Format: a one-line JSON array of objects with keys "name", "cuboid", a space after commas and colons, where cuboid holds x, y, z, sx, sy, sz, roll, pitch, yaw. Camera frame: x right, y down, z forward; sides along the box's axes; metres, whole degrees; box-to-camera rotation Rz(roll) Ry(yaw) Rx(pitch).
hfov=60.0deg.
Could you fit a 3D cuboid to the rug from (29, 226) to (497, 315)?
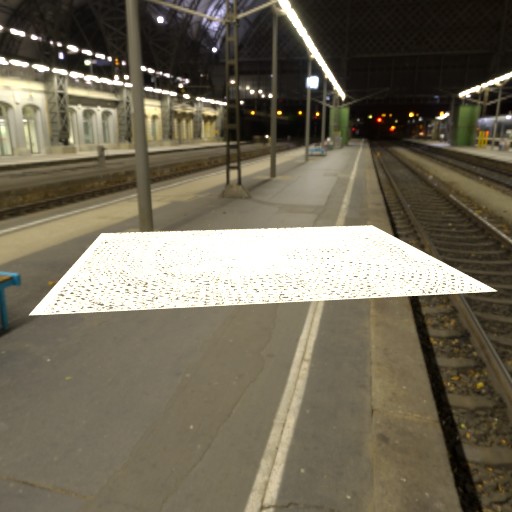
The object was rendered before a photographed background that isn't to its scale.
[{"name": "rug", "cuboid": [0.000, 0.000, 2.096, 1.634, 0.003, 1.190, -2, 16, -8]}]
